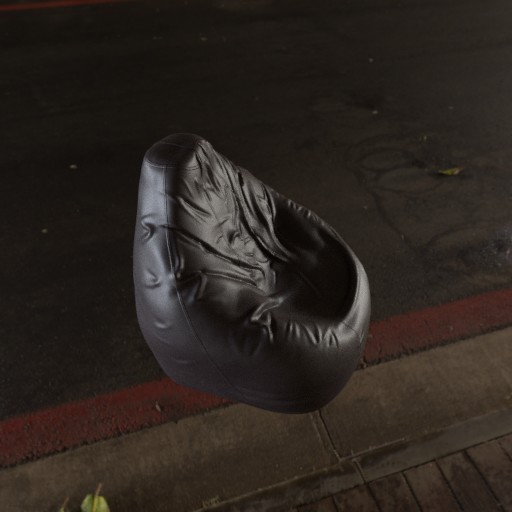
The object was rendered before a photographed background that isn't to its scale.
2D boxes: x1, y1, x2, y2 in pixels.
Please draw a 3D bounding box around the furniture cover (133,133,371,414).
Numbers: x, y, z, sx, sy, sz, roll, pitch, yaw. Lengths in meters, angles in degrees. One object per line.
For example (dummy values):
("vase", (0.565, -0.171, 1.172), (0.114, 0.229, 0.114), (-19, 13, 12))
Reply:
("furniture cover", (0.000, 0.000, 1.924), (1.070, 0.990, 1.070), (11, 45, 11))
